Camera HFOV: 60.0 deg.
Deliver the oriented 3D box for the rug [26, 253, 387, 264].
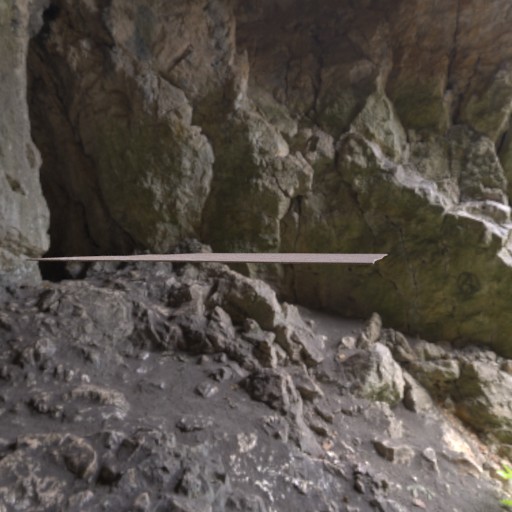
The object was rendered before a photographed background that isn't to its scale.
[{"bbox_3d":[0.000,0.000,4.409,2.452,0.020,3.365,0,1,18],"label":"rug"}]
